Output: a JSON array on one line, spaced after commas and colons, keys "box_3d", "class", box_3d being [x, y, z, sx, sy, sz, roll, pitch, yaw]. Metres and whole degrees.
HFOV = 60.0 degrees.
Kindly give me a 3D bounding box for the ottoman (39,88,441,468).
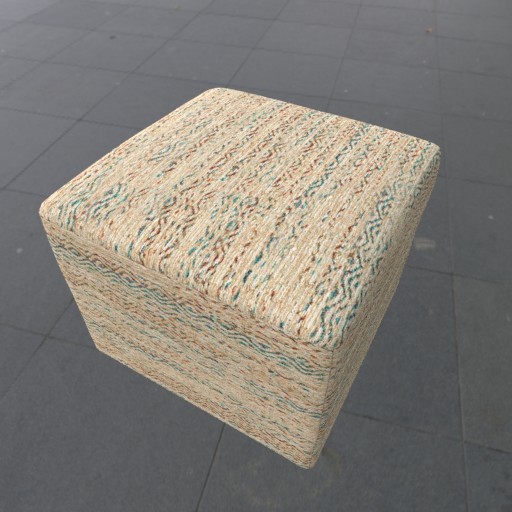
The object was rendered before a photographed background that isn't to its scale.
[{"box_3d": [0.000, 0.000, 0.882, 0.521, 0.453, 0.512, 22, 49, 21], "class": "ottoman"}]
